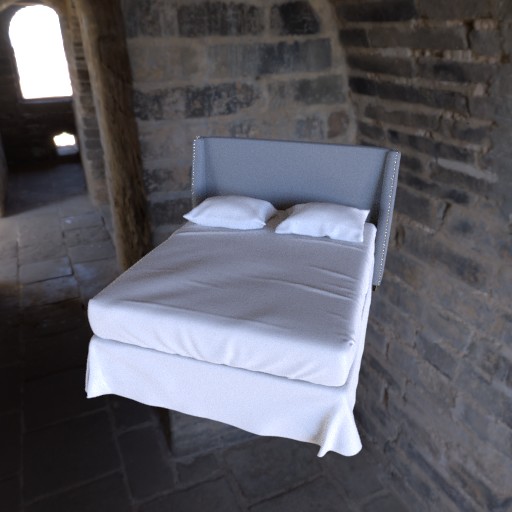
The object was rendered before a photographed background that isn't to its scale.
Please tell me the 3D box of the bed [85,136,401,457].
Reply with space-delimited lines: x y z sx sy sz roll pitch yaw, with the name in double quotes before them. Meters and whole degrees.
"bed" 0.000 0.000 3.409 1.925 1.332 2.276 8 27 16
